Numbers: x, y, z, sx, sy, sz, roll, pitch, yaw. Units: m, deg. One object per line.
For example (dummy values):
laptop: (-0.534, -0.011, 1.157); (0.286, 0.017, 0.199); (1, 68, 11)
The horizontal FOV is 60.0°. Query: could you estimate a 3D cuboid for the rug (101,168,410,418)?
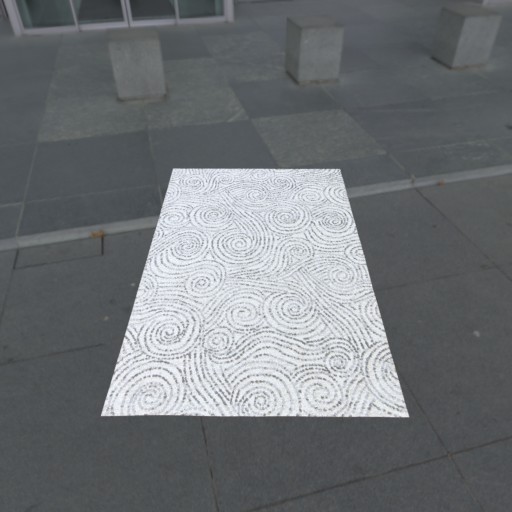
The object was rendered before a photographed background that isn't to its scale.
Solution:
rug: (0.000, 0.000, 3.109); (1.524, 0.005, 2.439); (0, 41, 0)
